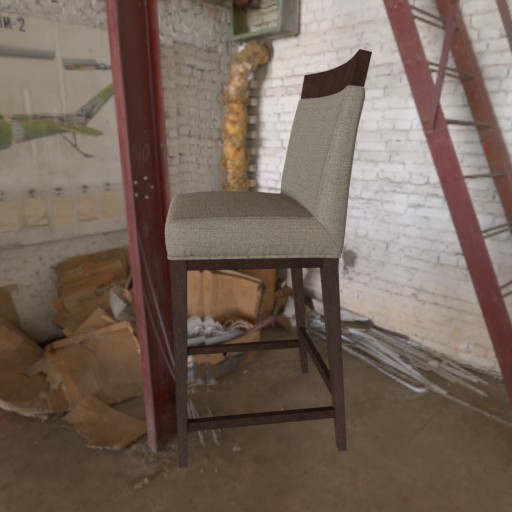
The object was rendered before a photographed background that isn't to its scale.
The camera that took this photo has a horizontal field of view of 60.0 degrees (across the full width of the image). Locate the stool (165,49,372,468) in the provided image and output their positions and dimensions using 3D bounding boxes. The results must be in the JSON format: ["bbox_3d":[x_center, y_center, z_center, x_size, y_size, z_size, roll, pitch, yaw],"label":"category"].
[{"bbox_3d":[0.000,0.000,1.386,0.531,1.117,0.511,-2,16,-8],"label":"stool"}]
